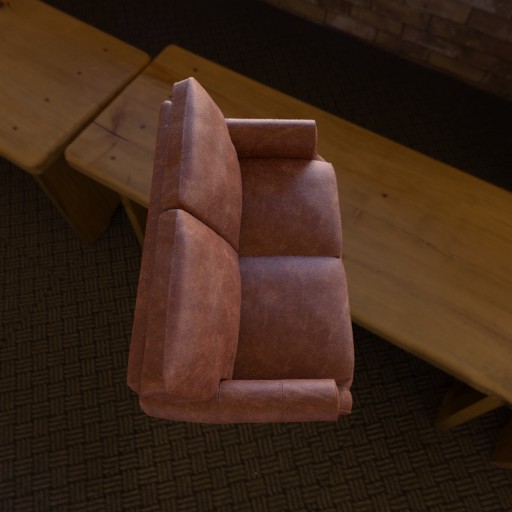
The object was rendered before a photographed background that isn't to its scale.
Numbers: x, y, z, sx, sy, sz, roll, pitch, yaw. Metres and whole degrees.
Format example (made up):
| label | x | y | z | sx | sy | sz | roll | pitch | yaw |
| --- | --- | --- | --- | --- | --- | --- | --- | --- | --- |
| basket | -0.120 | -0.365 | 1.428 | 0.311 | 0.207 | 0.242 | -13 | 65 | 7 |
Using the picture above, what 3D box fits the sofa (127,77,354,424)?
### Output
| label | x | y | z | sx | sy | sz | roll | pitch | yaw |
| --- | --- | --- | --- | --- | --- | --- | --- | --- | --- |
| sofa | 0.000 | 0.000 | 2.253 | 0.990 | 0.967 | 1.616 | 0 | 64 | 0 |
